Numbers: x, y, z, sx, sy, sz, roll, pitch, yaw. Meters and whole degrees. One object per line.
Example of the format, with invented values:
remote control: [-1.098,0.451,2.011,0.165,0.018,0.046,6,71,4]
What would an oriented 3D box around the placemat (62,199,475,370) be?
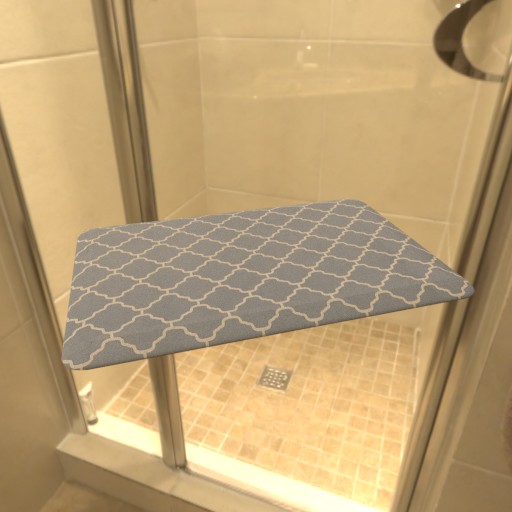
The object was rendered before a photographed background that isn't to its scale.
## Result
placemat: [0.000,0.000,0.967,0.762,0.021,0.508,-8,30,-14]
